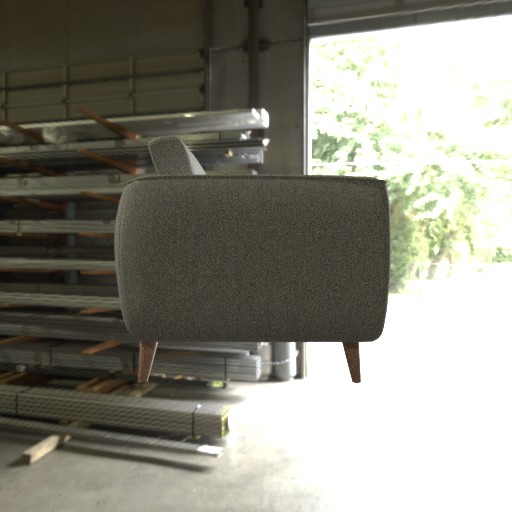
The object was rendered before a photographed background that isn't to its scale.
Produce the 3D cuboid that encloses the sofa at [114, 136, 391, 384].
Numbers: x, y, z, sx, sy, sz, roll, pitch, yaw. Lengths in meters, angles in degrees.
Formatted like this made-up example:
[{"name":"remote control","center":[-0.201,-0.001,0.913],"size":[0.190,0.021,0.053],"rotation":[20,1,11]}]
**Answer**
[{"name":"sofa","center":[0.000,0.000,2.179],"size":[0.920,0.850,1.700],"rotation":[0,0,1]}]
